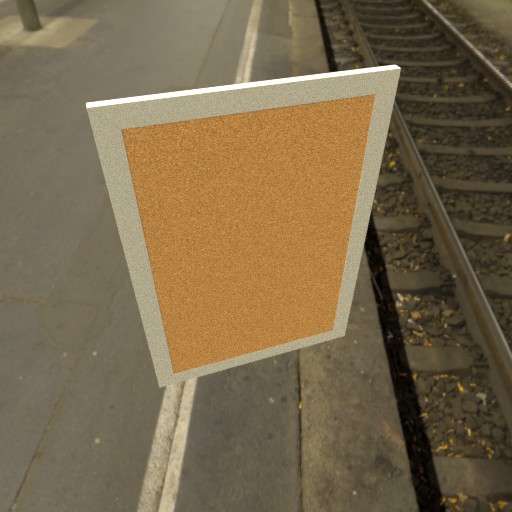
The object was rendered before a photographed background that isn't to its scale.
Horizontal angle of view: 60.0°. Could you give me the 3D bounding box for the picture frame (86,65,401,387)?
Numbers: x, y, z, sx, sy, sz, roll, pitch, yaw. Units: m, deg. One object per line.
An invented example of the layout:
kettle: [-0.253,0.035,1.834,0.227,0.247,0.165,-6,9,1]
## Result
picture frame: [0.000,0.000,0.595,0.326,0.459,0.011,-12,43,-14]
